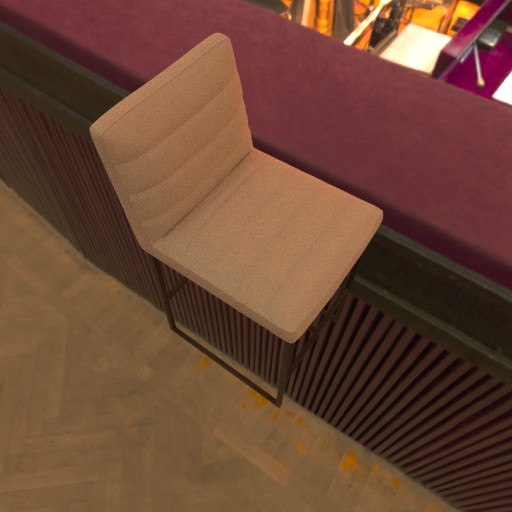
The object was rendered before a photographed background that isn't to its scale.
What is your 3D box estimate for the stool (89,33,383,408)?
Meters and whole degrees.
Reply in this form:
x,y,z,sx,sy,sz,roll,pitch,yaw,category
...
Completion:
x,y,z,sx,sy,sz,roll,pitch,yaw,category
0.000,0.000,1.372,0.573,1.061,0.464,31,63,18,stool
